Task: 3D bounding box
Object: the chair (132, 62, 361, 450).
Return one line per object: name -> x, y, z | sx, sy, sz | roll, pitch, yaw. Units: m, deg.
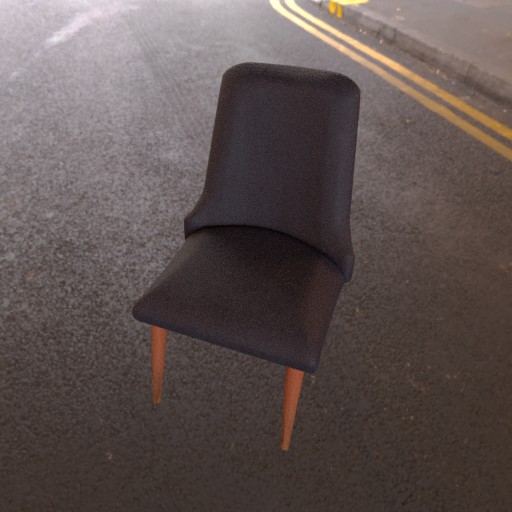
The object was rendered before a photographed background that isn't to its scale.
chair -> 0.000, 0.000, 1.184 | 0.504, 0.820, 0.567 | 14, 43, 15
